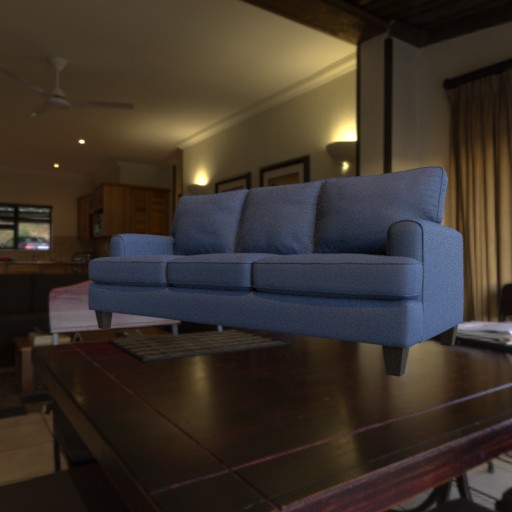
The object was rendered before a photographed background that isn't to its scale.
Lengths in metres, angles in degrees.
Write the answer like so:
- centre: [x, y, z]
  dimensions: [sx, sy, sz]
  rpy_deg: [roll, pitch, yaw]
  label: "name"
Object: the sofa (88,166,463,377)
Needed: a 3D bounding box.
- centre: [0.000, 0.000, 2.683]
  dimensions: [2.158, 0.965, 0.951]
  rpy_deg: [0, 0, 37]
  label: "sofa"
